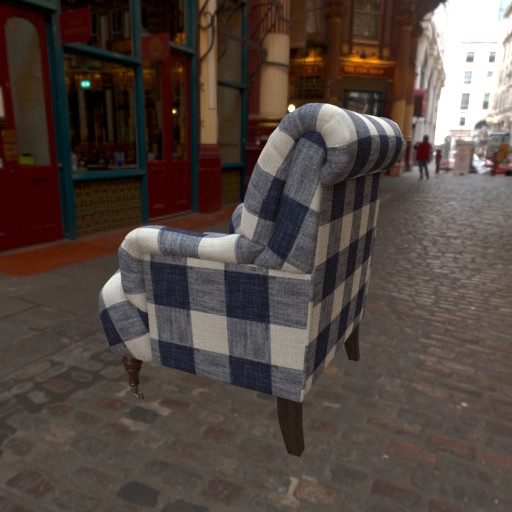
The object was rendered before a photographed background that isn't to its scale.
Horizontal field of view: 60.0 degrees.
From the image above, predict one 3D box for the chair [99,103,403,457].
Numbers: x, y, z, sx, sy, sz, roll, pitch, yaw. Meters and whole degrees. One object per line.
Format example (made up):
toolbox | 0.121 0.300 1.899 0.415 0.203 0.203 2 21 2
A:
chair | 0.000 0.000 1.570 0.848 0.953 0.781 7 16 26
